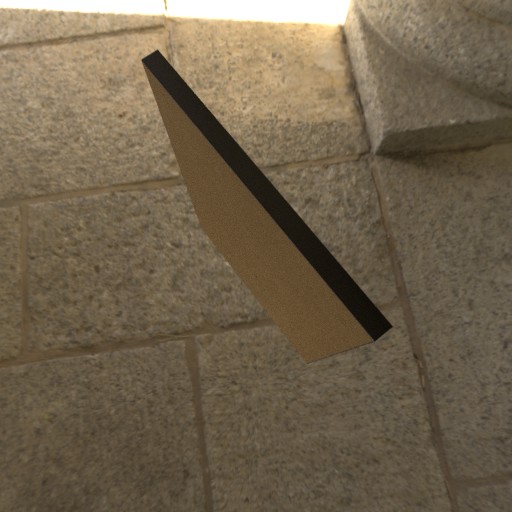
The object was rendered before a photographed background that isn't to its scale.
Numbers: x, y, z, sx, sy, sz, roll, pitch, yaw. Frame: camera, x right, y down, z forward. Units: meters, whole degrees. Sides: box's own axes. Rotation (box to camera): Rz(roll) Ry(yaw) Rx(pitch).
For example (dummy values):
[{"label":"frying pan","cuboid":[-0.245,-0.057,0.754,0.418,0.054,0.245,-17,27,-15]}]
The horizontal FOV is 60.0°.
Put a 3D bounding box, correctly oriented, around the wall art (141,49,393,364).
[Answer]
[{"label":"wall art","cuboid":[0.000,0.000,0.584,0.019,0.455,0.314,-37,77,-10]}]
